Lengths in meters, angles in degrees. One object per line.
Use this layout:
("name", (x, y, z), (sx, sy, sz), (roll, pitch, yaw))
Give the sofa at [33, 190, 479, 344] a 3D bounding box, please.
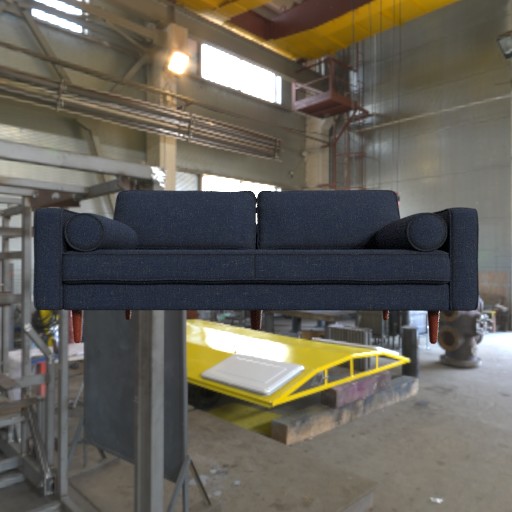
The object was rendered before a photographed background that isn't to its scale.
("sofa", (0.000, 0.000, 2.287), (1.880, 0.762, 0.914), (0, 0, 1))
